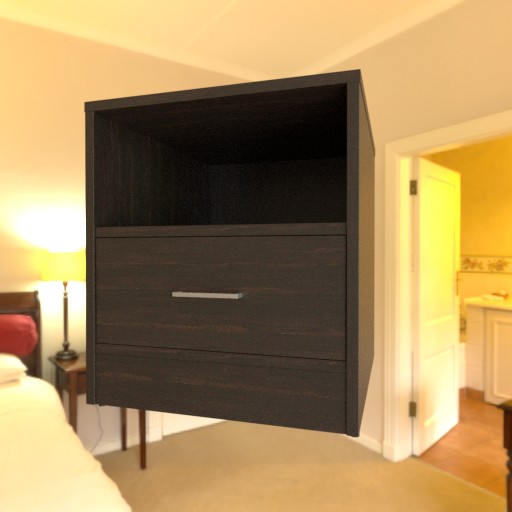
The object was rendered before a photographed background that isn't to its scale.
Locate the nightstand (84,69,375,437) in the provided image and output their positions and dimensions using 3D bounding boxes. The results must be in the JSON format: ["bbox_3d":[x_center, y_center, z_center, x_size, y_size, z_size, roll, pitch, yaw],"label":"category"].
[{"bbox_3d":[0.000,0.000,0.806,0.400,0.460,0.461,0,1,17],"label":"nightstand"}]
